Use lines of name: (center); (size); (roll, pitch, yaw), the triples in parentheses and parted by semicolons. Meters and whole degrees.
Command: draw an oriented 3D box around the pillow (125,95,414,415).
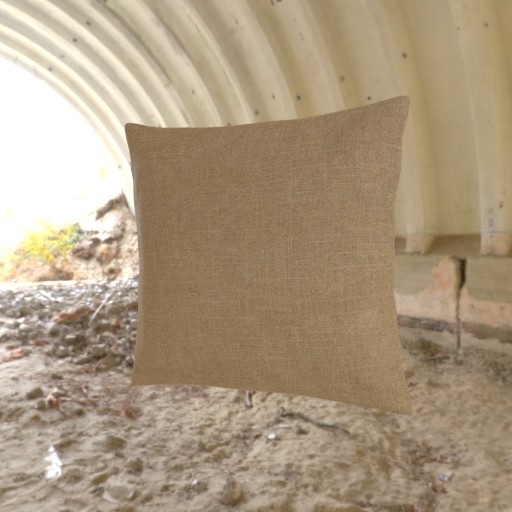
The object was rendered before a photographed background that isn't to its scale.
pillow: (0.000, 0.000, 0.778); (0.523, 0.506, 0.166); (0, 1, 18)
